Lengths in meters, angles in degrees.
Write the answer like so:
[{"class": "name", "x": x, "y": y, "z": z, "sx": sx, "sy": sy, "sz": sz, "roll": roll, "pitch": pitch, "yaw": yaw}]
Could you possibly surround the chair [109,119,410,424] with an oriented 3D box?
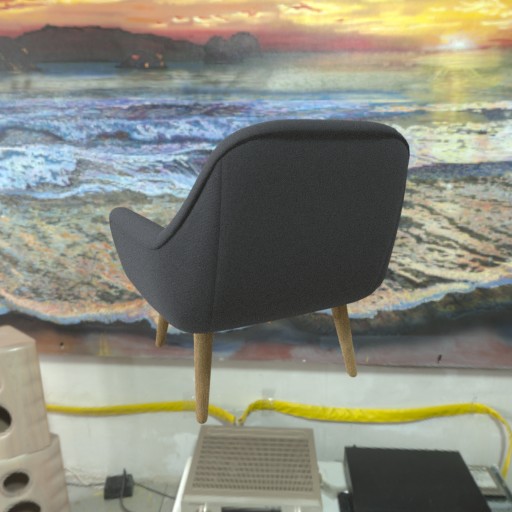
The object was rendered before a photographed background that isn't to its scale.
[{"class": "chair", "x": 0.000, "y": 0.000, "z": 1.398, "sx": 0.770, "sy": 0.800, "sz": 0.779, "roll": -8, "pitch": 17, "yaw": -27}]
